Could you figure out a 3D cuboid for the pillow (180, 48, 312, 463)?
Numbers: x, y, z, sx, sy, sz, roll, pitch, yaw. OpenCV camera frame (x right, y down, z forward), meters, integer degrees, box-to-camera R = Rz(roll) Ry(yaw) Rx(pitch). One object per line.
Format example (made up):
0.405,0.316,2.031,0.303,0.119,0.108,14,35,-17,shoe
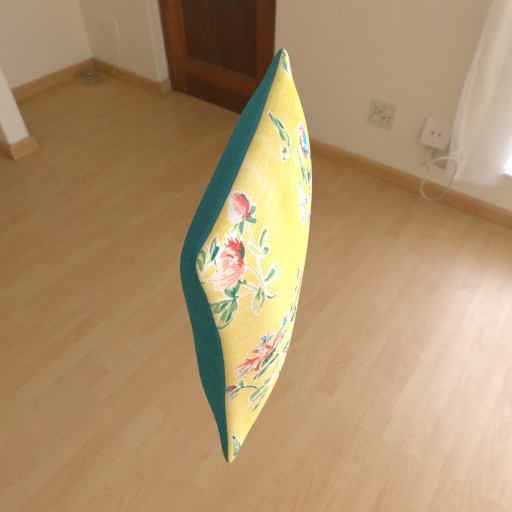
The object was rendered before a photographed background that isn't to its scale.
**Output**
0.000,0.000,0.771,0.166,0.508,0.525,8,46,8,pillow
